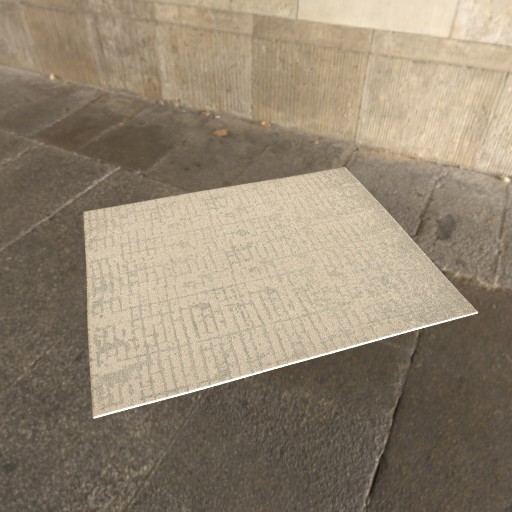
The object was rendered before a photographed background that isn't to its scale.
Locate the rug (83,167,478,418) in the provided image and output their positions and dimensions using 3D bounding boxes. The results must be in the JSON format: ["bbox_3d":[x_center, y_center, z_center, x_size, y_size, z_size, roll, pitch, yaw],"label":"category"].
[{"bbox_3d":[0.000,0.000,4.159,3.061,0.014,2.447,-12,43,-13],"label":"rug"}]
